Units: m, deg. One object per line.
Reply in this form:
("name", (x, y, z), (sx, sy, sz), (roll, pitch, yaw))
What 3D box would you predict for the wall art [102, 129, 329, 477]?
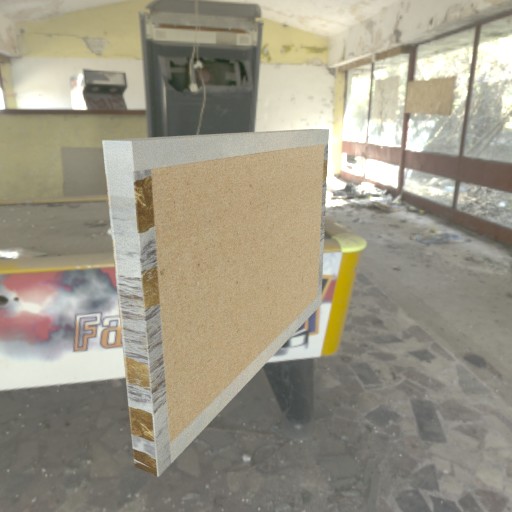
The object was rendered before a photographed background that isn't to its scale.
("wall art", (0.000, 0.000, 0.759), (0.041, 0.407, 0.606), (9, 19, 26))
